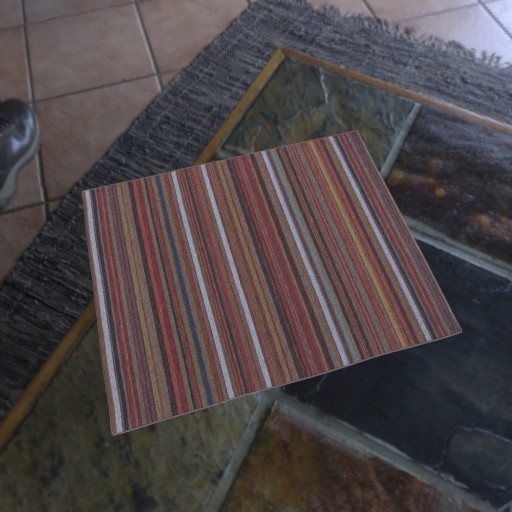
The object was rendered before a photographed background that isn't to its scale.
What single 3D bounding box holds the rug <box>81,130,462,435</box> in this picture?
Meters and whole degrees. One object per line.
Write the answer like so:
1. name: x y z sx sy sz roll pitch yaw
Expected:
1. rug: 0.000 0.000 4.255 3.092 0.023 2.479 -14 63 -7
